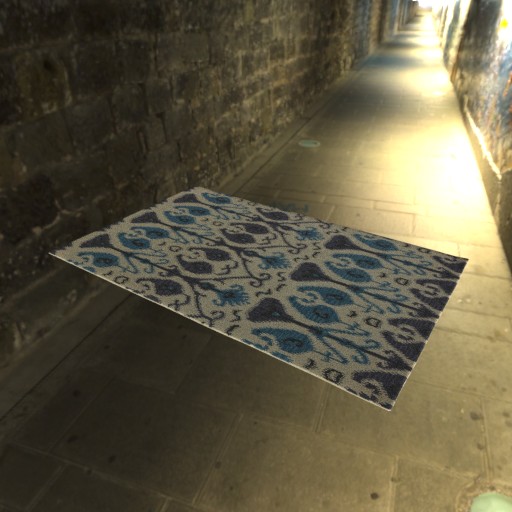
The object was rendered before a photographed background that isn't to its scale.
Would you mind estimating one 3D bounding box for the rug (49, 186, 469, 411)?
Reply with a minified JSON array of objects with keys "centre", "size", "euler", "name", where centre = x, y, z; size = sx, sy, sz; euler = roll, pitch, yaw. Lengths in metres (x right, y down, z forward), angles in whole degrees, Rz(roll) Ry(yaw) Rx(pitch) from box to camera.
[{"centre":[0.000,0.000,2.109],"size":[1.698,0.013,1.072],"euler":[19,35,29],"name":"rug"}]
